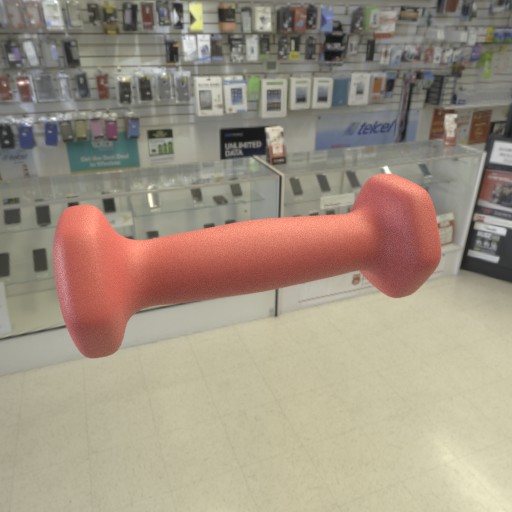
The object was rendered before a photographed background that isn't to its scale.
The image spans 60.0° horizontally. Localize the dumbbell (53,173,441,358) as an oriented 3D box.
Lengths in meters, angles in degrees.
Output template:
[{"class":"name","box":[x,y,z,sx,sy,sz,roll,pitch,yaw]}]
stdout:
[{"class":"dumbbell","box":[0.000,0.000,0.150,0.123,0.043,0.047,-9,28,-17]}]
